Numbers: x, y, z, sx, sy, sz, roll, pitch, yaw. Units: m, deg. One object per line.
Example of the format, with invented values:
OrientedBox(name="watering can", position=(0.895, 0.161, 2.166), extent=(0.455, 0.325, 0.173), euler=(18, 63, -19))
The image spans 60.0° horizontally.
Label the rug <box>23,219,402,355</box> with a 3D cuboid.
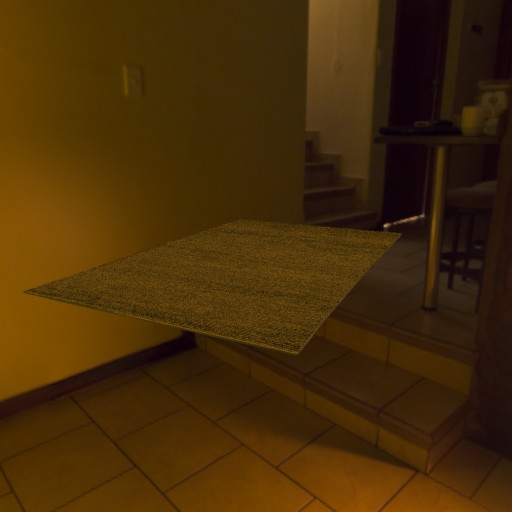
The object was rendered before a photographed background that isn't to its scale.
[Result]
OrientedBox(name="rug", position=(0.000, 0.000, 2.237), extent=(1.145, 0.021, 1.777), euler=(7, 17, 26))
